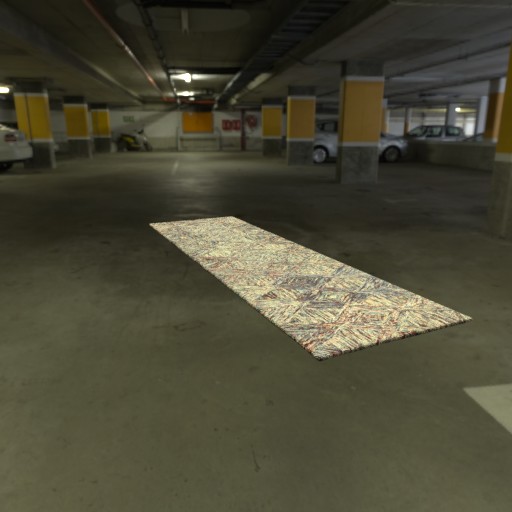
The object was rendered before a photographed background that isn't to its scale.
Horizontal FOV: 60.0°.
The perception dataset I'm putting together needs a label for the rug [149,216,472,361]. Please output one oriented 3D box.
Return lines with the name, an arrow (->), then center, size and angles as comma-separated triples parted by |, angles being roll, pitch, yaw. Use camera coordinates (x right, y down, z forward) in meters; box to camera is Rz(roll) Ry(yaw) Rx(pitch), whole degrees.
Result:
rug -> 0.000, 0.000, 2.497 | 0.688, 0.015, 2.292 | -8, 17, -25
